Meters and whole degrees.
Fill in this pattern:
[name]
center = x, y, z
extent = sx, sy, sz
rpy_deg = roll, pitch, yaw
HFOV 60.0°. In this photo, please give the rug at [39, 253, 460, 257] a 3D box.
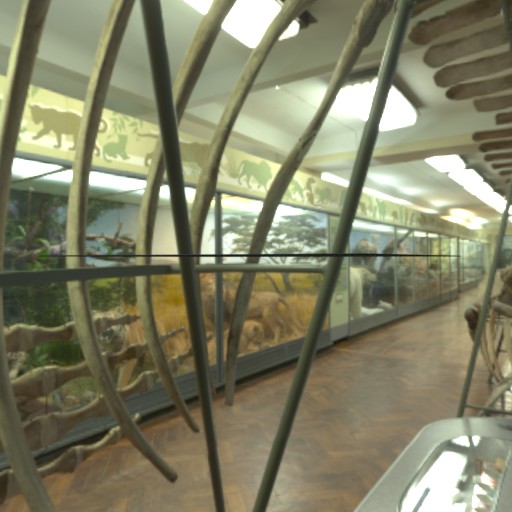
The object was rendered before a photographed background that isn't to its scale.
[rug]
center = 0.000, 0.000, 4.076
extent = 3.048, 0.010, 2.438
rpy_deg = 0, 0, 35
